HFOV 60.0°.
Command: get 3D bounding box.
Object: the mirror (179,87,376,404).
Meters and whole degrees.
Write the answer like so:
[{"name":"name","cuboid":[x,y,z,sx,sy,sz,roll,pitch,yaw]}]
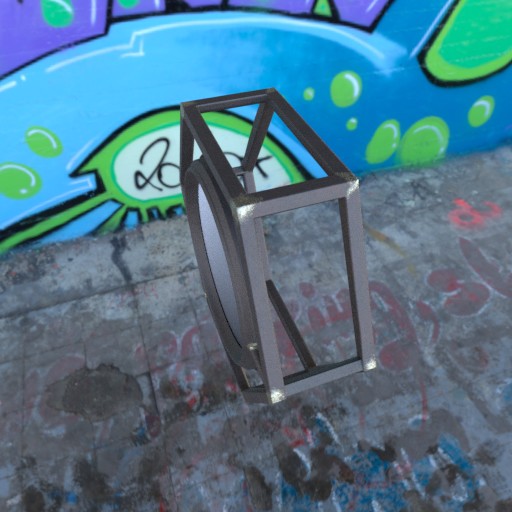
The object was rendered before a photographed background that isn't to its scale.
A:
[{"name":"mirror","cuboid":[0.000,0.000,0.556,0.119,0.334,0.380,-15,47,-14]}]
